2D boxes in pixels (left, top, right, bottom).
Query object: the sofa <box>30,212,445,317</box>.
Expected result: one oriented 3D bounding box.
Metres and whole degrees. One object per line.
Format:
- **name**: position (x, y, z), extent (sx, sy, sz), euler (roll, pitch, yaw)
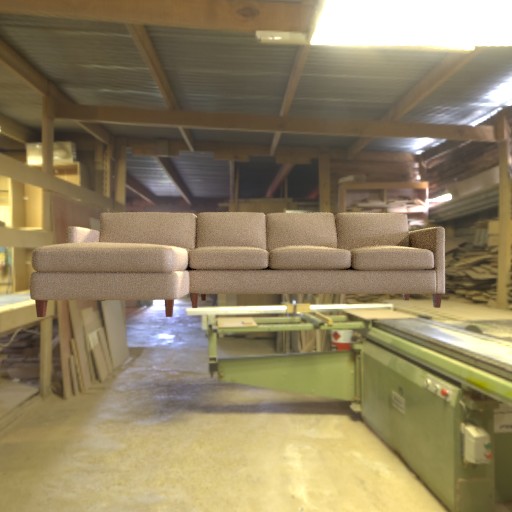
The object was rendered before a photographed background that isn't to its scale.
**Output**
- **sofa**: position (0.000, 0.000, 3.793), extent (3.201, 0.876, 1.502), euler (0, -1, -1)
